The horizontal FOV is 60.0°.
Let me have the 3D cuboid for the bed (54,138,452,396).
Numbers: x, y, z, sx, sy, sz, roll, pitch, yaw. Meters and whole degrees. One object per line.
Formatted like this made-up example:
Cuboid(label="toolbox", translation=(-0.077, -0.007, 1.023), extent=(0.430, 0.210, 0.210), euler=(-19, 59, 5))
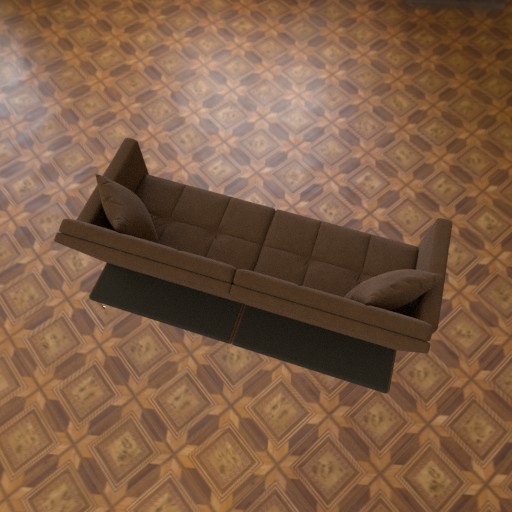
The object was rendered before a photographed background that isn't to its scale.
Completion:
Cuboid(label="bed", translation=(0.000, 0.000, 2.408), extent=(1.905, 0.787, 0.889), euler=(16, 64, 8))
